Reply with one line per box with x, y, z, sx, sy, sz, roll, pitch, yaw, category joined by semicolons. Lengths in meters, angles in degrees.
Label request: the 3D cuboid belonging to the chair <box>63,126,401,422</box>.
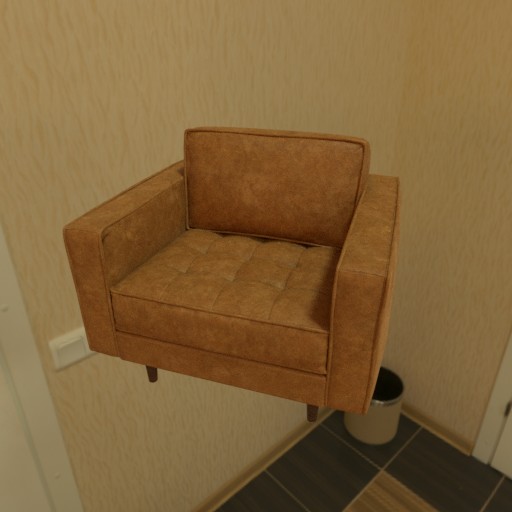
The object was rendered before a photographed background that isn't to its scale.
0.000;0.000;1.520;0.928;0.767;0.798;9;29;16;chair
